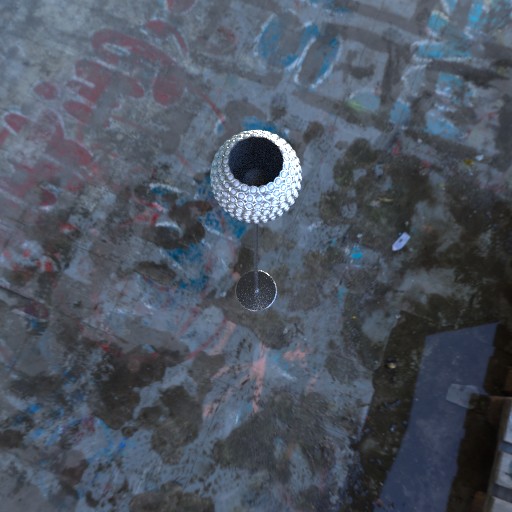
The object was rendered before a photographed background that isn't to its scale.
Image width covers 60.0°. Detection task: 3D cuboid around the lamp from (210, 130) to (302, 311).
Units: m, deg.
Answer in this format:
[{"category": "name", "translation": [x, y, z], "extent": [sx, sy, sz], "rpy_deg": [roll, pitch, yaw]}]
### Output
[{"category": "lamp", "translation": [0.000, 0.000, 1.896], "extent": [0.254, 1.805, 0.254], "rpy_deg": [0, 76, 0]}]
